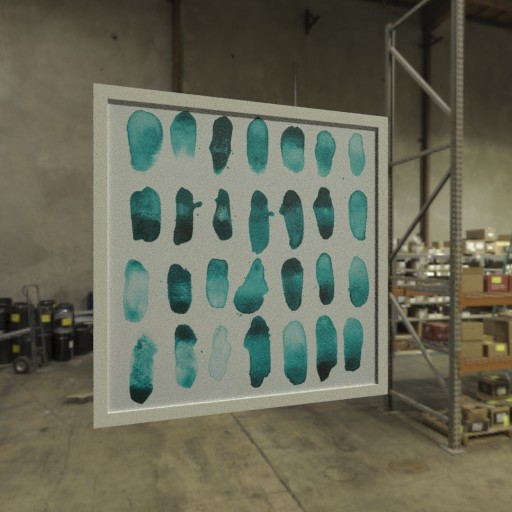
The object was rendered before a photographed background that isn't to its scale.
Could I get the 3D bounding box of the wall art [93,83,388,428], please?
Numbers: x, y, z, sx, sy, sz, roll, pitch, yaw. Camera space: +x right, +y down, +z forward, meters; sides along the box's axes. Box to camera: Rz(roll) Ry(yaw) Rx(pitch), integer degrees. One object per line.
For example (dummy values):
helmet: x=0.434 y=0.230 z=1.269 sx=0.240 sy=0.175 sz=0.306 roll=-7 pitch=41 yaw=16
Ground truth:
wall art: x=0.000 y=0.000 z=1.178 sx=0.812 sy=0.813 sz=0.013 roll=0 pitch=0 yaw=-19
